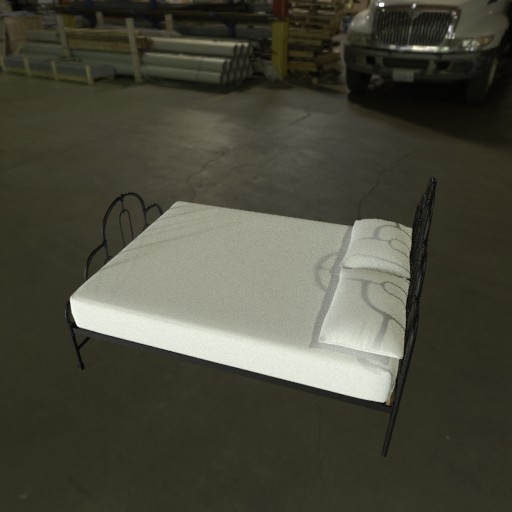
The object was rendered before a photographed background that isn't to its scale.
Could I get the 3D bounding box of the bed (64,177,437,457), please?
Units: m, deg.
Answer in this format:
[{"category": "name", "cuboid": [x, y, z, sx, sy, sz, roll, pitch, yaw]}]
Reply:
[{"category": "bed", "cuboid": [0.000, 0.000, 3.201, 2.181, 1.444, 1.626, 10, 33, 16]}]
